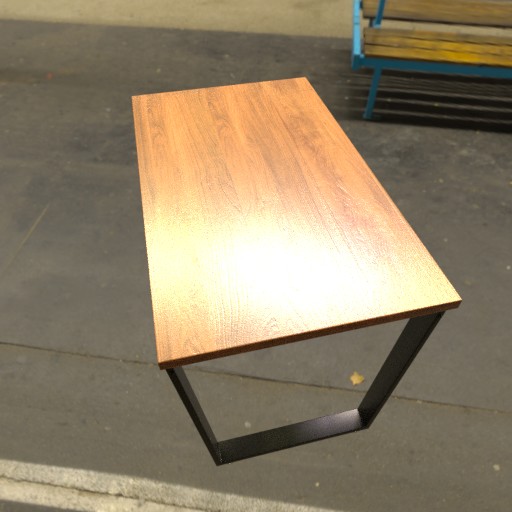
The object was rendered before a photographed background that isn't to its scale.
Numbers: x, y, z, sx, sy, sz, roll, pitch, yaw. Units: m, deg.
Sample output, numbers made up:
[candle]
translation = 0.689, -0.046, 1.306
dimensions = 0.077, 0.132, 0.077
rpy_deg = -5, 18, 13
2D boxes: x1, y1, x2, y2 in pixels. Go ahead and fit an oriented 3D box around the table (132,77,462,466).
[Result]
[table]
translation = 0.000, 0.000, 1.666
dimensions = 0.714, 0.760, 1.205
rpy_deg = -10, 47, -9
